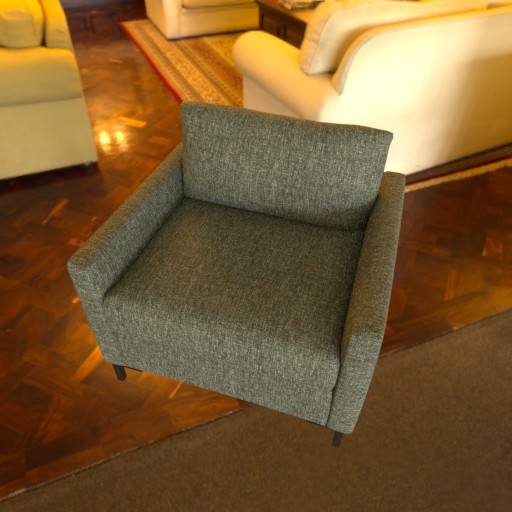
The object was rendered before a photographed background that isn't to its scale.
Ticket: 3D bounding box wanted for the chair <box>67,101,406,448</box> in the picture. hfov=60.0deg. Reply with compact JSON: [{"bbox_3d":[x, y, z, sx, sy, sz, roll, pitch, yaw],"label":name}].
[{"bbox_3d":[0.000,0.000,1.629,0.963,0.861,0.866,12,43,13],"label":"chair"}]
